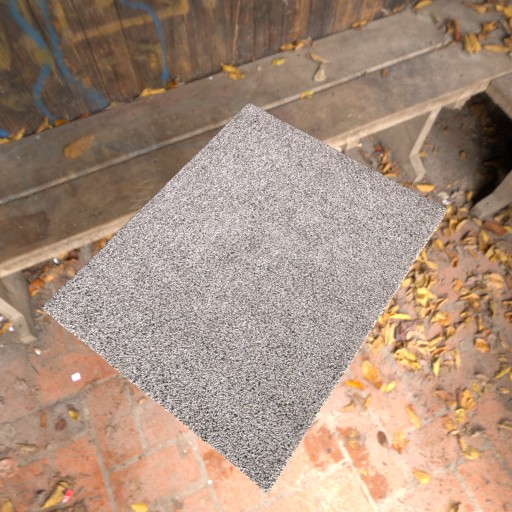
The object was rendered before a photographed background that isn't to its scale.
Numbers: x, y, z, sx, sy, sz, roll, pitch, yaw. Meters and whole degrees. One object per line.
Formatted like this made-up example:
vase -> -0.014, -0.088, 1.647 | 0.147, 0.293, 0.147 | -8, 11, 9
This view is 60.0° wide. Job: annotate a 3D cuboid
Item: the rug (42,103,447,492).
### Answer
rug -> 0.000, 0.000, 4.111 | 2.438, 0.029, 3.047 | 33, 67, 16
